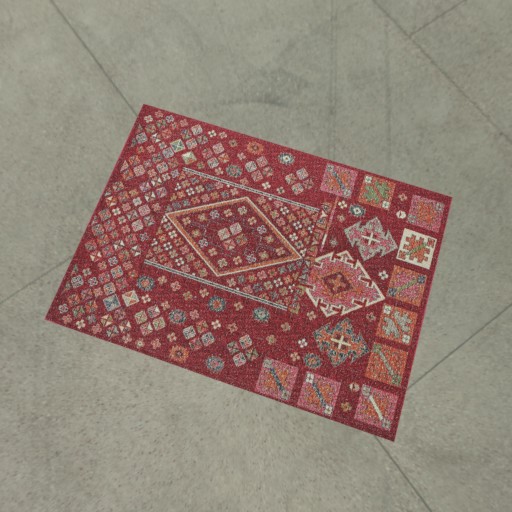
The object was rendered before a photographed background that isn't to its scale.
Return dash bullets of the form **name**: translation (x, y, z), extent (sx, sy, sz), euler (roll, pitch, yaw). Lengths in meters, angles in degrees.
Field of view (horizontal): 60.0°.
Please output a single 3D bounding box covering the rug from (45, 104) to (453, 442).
- **rug**: translation (0.000, 0.000, 2.797), extent (2.184, 0.007, 1.579), euler (18, 76, 5)
